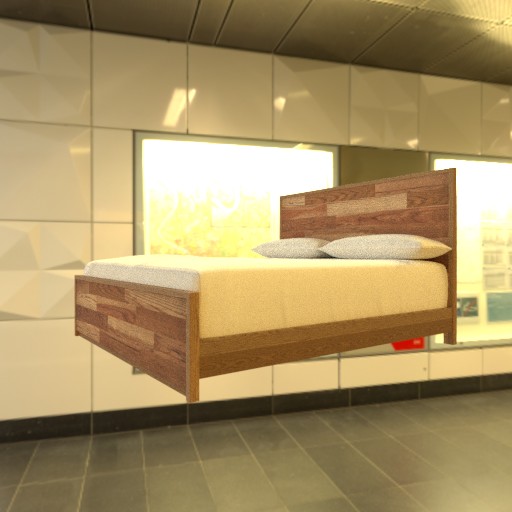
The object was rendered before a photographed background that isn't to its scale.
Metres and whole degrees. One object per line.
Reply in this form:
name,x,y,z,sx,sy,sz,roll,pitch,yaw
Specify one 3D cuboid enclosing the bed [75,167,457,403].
bed,0.000,0.000,3.425,2.184,1.295,2.013,0,0,-36
